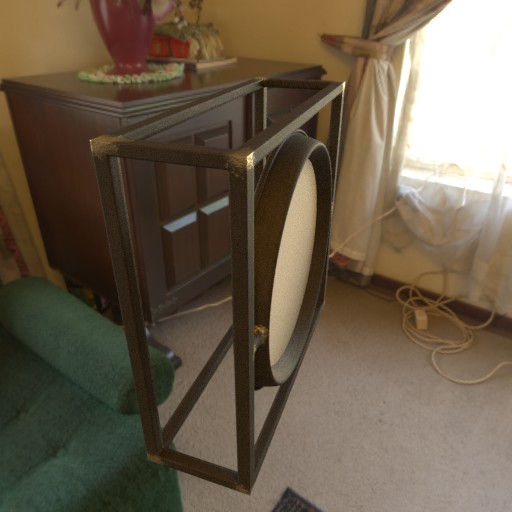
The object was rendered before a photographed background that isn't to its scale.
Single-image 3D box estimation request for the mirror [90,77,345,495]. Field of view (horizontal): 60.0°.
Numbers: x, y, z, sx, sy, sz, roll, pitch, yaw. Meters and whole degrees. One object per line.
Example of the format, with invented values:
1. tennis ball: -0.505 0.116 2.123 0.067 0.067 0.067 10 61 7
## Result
1. mirror: 0.000 0.000 0.456 0.107 0.303 0.306 10 31 17
